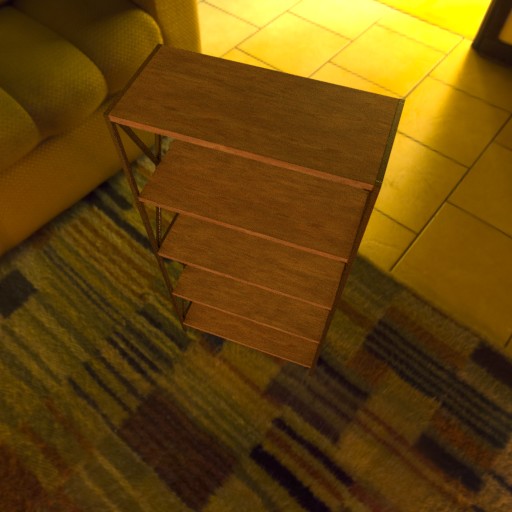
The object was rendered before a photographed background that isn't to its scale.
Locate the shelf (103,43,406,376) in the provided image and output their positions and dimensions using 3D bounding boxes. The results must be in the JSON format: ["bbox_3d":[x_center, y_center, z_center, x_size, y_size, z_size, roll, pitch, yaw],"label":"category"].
[{"bbox_3d":[0.000,0.000,2.164,0.874,1.803,0.386,17,60,10],"label":"shelf"}]
